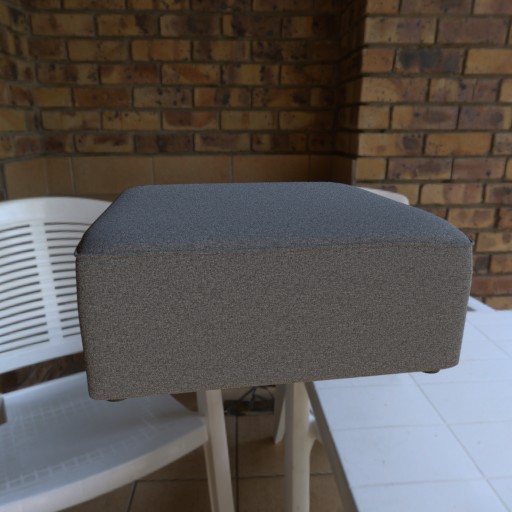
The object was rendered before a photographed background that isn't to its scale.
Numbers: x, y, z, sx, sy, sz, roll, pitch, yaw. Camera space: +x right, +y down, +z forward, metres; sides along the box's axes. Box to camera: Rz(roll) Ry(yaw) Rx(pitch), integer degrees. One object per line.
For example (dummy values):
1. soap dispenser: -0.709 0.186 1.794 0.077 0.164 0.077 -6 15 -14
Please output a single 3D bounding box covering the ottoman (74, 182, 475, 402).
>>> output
1. ottoman: 0.000 0.000 1.578 1.005 0.464 1.015 -2 16 -9
